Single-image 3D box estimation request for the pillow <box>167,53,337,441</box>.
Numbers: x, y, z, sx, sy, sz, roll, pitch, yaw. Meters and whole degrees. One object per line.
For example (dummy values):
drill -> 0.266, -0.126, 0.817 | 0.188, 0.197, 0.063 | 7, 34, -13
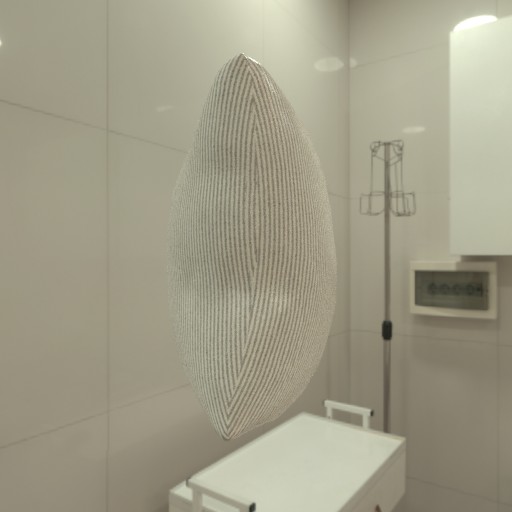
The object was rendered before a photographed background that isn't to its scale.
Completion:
pillow -> 0.000, 0.000, 0.685 | 0.310, 0.432, 0.387 | 0, 0, 34
